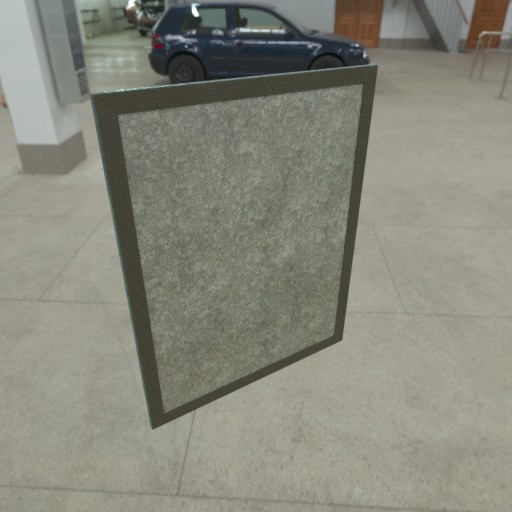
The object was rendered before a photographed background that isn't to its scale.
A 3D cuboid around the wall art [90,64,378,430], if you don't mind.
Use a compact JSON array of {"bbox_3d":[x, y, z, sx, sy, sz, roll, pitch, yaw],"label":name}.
[{"bbox_3d":[0.000,0.000,1.292,0.767,0.983,0.030,-18,35,-27],"label":"wall art"}]
